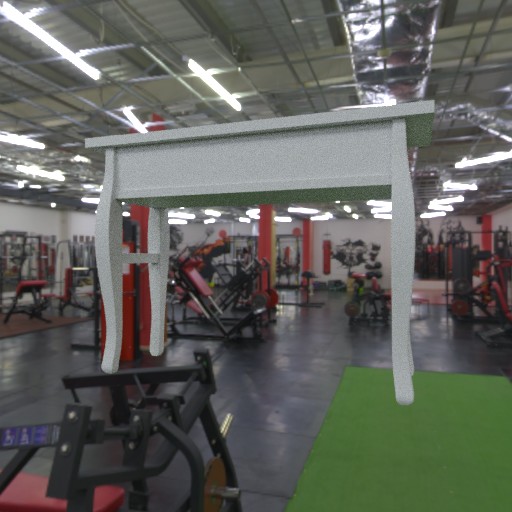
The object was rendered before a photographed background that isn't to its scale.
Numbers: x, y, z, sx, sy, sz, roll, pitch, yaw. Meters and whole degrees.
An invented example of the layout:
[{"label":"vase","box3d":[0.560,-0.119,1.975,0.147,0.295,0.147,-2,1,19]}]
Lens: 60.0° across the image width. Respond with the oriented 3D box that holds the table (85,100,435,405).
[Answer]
[{"label":"table","box3d":[0.000,0.000,1.437,1.062,0.768,0.373,0,0,20]}]
